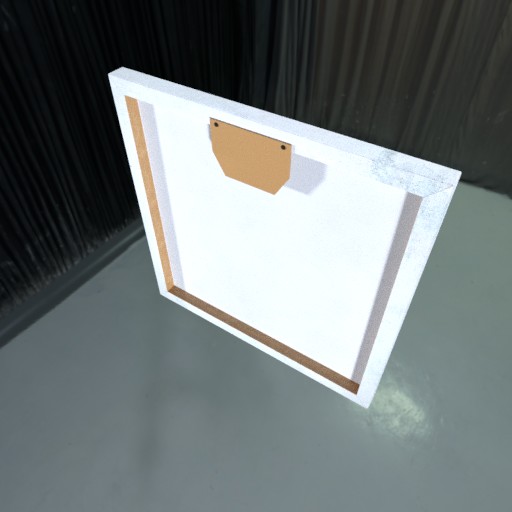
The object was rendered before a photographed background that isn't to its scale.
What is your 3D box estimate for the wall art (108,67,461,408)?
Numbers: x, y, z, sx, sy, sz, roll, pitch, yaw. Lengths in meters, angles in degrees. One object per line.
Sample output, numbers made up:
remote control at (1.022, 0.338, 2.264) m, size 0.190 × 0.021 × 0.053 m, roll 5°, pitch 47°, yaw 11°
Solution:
wall art at (0.000, 0.000, 0.889) m, size 0.605 × 0.605 × 0.044 m, roll 25°, pitch 50°, yaw 23°
